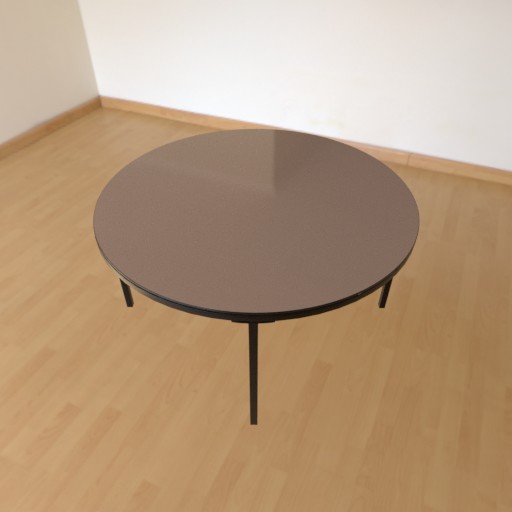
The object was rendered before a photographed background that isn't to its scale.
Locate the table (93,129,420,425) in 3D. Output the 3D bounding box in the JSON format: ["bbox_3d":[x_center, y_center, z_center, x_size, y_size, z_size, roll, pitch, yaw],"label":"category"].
[{"bbox_3d":[0.000,0.000,1.255,0.800,0.400,0.800,0,40,0],"label":"table"}]
